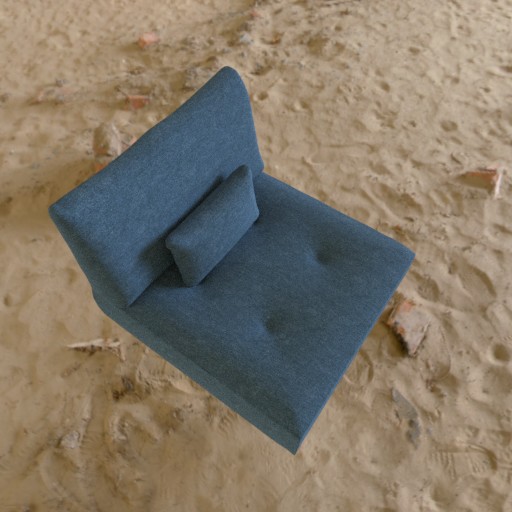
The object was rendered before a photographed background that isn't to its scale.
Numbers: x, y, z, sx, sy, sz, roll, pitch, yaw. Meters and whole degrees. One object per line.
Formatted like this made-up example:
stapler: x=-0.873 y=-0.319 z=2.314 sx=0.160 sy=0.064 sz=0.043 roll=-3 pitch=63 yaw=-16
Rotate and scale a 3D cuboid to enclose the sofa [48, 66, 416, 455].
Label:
sofa: x=0.000 y=0.000 z=1.714 sx=1.000 sy=0.820 sz=0.930 roll=31 pitch=62 yaw=19
